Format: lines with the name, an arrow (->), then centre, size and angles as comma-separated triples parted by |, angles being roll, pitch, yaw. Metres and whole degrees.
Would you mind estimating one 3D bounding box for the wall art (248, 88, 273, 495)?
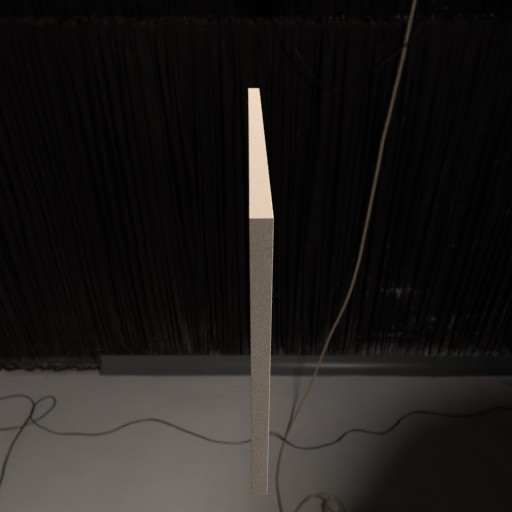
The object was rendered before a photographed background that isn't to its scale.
wall art -> 0.000, 0.000, 1.327 | 0.038, 0.762, 1.016 | 0, 32, -1
